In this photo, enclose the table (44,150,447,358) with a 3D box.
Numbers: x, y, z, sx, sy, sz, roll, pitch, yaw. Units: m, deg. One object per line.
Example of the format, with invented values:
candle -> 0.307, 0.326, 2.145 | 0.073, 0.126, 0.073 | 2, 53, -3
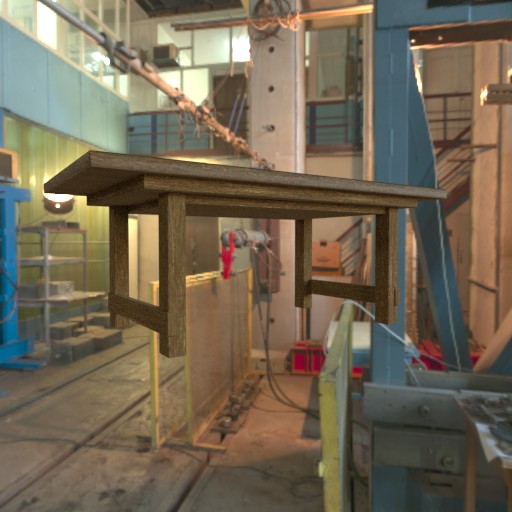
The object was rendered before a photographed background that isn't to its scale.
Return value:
table -> 0.000, 0.000, 2.439 | 1.982, 0.762, 1.000 | -1, 2, -33
